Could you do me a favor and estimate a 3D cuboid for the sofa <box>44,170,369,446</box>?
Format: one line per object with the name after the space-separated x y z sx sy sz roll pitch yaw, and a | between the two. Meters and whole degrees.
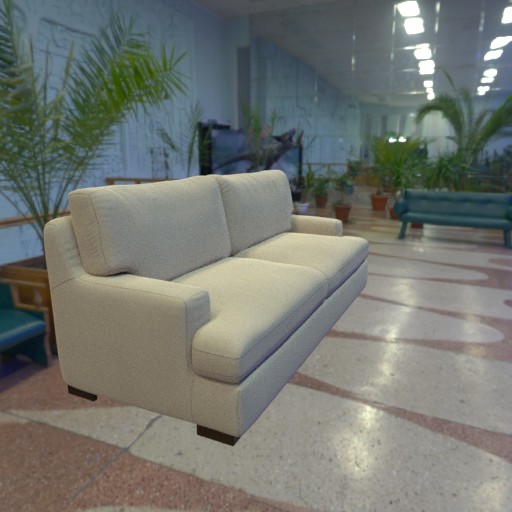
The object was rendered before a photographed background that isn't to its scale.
0.000 0.000 2.607 0.929 0.925 2.147 6 15 25 | sofa
